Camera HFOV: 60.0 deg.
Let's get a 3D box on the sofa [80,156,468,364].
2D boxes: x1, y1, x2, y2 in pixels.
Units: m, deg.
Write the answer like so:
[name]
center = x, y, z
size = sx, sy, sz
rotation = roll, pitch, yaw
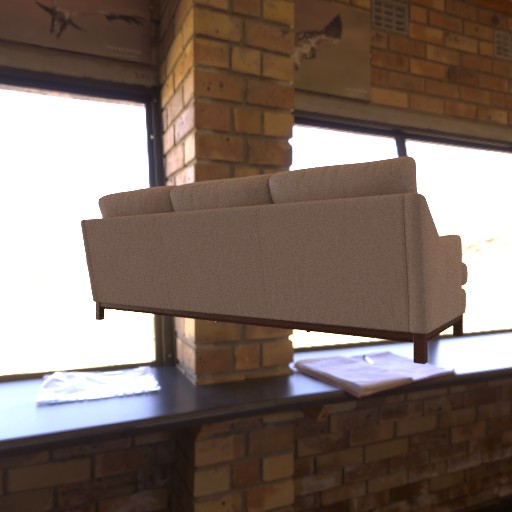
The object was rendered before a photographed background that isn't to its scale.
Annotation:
[sofa]
center = 0.000, 0.000, 2.820
size = 2.321, 0.913, 1.000
rotation = 0, 0, 35
